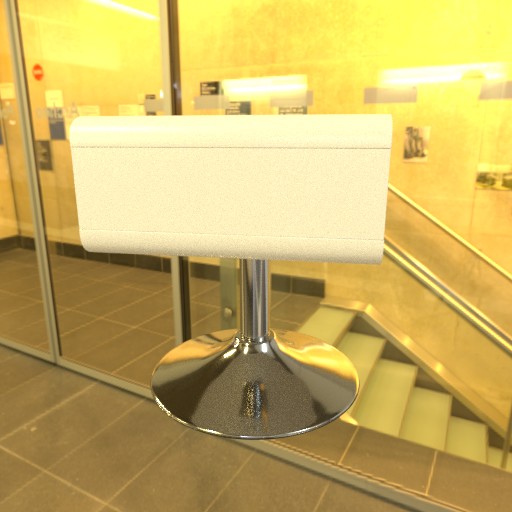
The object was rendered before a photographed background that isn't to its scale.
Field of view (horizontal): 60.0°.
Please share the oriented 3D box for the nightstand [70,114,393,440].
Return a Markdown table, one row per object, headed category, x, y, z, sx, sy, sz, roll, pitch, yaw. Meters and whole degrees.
| category | x | y | z | sx | sy | sz | roll | pitch | yaw |
| --- | --- | --- | --- | --- | --- | --- | --- | --- | --- |
| nightstand | 0.000 | 0.000 | 0.759 | 0.404 | 0.447 | 0.399 | 2 | 15 | 9 |
